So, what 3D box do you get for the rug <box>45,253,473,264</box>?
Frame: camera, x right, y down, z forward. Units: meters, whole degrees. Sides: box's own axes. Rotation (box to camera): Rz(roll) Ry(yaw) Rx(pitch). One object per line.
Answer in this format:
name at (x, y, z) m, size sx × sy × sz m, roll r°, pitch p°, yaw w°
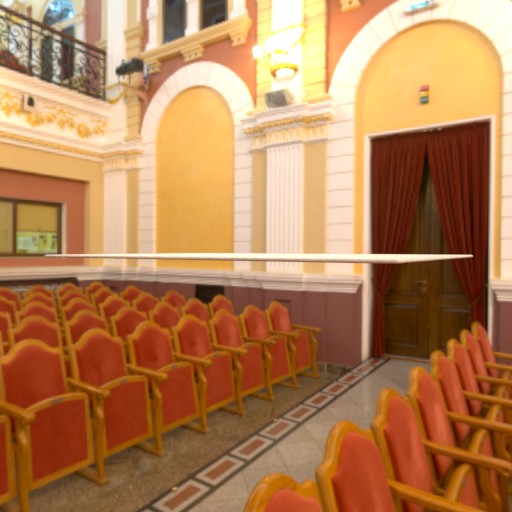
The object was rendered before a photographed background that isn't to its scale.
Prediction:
rug at (0.000, 0.000, 2.266) m, size 1.829 × 0.013 × 1.219 m, roll 1°, pitch 1°, yaw 35°
